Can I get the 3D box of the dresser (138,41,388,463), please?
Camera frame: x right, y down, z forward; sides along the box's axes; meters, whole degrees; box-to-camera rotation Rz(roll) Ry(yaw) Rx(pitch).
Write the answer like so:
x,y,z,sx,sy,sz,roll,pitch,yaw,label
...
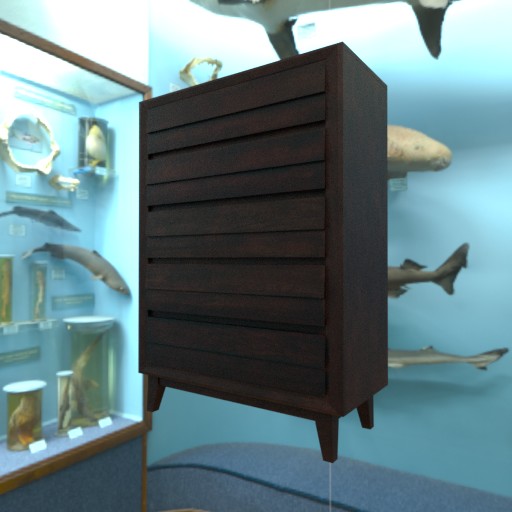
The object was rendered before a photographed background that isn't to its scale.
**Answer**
x,y,z,sx,sy,sz,roll,pitch,yaw,label
0.000,0.000,2.063,1.072,1.514,0.506,0,-1,35,dresser
